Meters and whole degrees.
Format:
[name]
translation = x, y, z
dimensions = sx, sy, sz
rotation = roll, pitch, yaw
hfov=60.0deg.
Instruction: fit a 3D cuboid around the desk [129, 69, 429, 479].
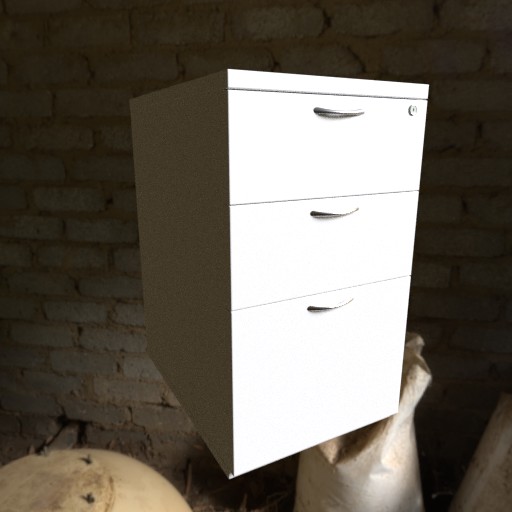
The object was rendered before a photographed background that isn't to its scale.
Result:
[desk]
translation = 0.000, 0.000, 1.053
dimensions = 0.404, 0.730, 0.600
rotation = -8, 17, -27
